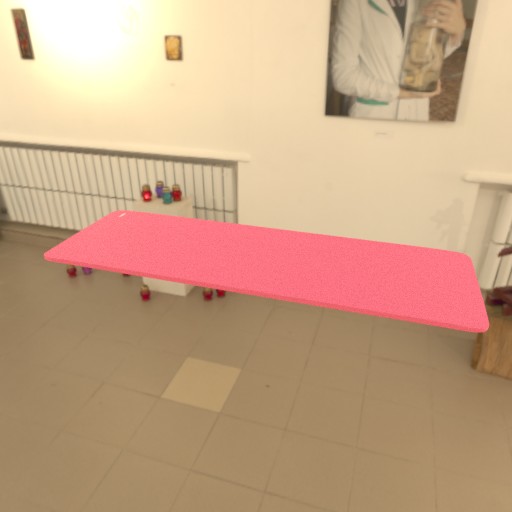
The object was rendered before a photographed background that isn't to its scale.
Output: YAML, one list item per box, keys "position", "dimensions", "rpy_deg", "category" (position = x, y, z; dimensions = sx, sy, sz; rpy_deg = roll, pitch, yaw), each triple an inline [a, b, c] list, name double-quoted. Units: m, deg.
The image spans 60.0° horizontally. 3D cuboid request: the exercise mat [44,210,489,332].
- position: [0.000, 0.000, 2.029]
  dimensions: [1.884, 0.021, 0.616]
  rpy_deg: [8, 28, 15]
  category: "exercise mat"
